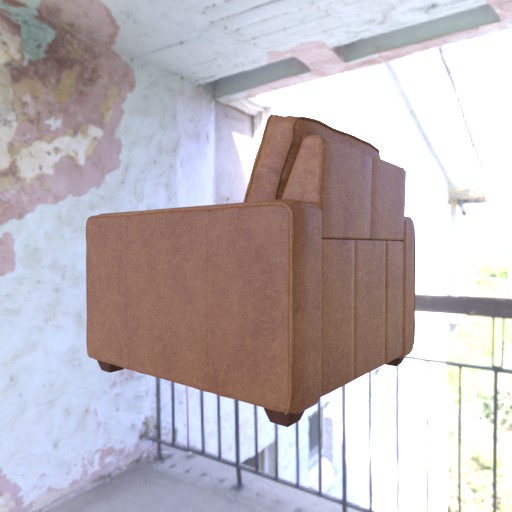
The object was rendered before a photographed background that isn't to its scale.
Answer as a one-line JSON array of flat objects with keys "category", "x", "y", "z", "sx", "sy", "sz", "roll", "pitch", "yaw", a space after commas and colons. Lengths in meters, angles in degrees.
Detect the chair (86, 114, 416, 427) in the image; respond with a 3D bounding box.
[{"category": "chair", "x": 0.000, "y": 0.000, "z": 1.793, "sx": 1.027, "sy": 0.901, "sz": 0.987, "roll": 1, "pitch": 2, "yaw": 36}]
